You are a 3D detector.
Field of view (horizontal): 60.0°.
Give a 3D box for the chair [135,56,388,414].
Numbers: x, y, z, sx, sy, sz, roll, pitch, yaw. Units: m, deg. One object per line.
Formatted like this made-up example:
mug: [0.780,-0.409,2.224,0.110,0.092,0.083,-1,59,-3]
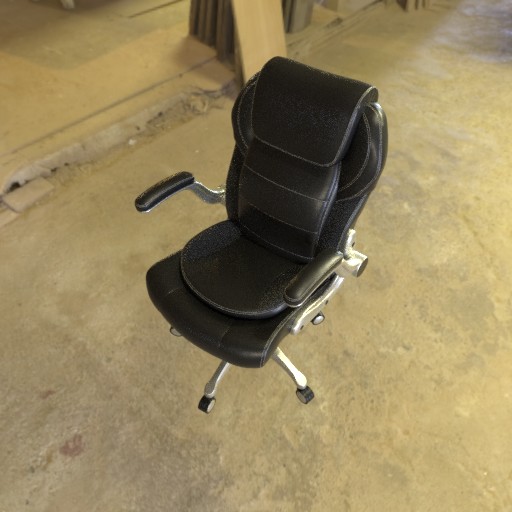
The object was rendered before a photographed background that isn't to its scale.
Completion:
chair: [0.000,0.000,1.627,0.724,1.141,0.801,30,53,27]
